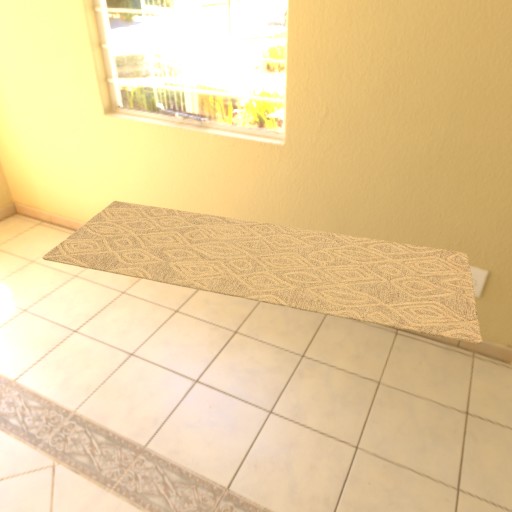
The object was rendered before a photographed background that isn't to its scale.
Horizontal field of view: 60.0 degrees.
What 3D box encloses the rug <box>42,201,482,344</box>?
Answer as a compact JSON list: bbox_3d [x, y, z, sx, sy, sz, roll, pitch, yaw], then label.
[{"bbox_3d":[0.000,0.000,2.657,2.436,0.013,0.807,10,35,14],"label":"rug"}]
